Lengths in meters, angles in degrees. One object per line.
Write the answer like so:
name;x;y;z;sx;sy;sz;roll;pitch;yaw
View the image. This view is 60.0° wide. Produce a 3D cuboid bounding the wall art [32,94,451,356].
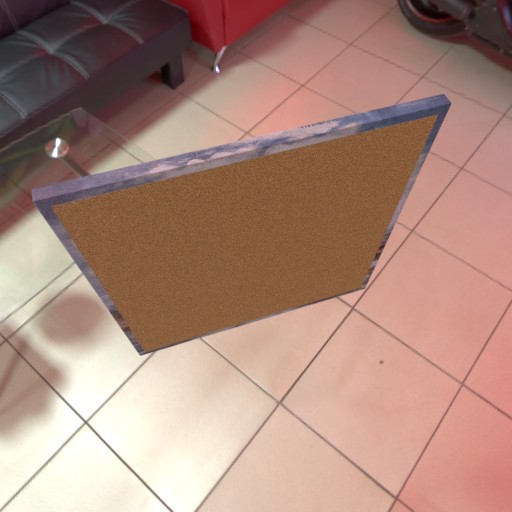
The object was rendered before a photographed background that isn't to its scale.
wall art;0.000;0.000;1.466;1.010;1.020;0.040;-15;60;-9
